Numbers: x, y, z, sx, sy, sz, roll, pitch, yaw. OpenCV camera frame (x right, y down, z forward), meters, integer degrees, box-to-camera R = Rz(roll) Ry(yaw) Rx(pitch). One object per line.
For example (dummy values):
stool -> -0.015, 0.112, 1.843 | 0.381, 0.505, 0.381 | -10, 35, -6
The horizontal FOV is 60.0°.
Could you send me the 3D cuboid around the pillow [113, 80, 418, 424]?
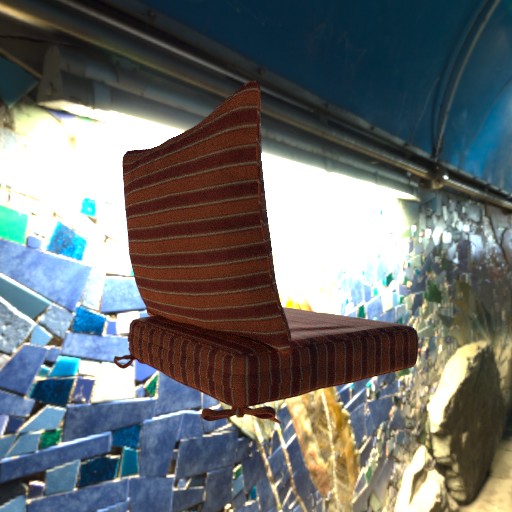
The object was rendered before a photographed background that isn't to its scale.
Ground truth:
pillow -> 0.000, 0.000, 1.384 | 0.733, 0.723, 0.799 | 0, 0, -36
